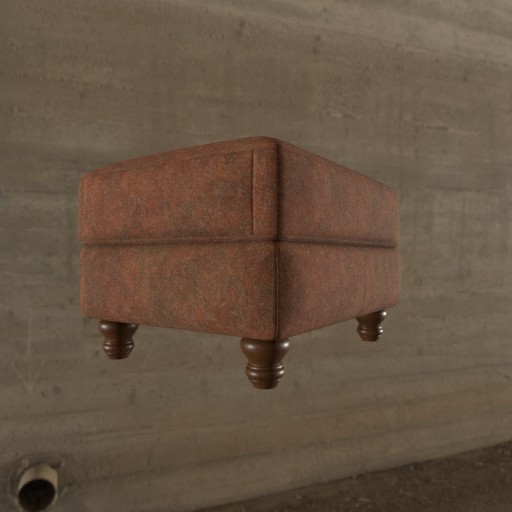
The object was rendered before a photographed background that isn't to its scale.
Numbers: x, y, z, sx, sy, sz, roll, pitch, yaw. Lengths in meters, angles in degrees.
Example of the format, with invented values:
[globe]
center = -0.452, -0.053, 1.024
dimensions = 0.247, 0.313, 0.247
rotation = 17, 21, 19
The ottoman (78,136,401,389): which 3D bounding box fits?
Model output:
[ottoman]
center = 0.000, 0.000, 1.223
dimensions = 0.635, 0.508, 0.787
rotation = 0, 0, 34
